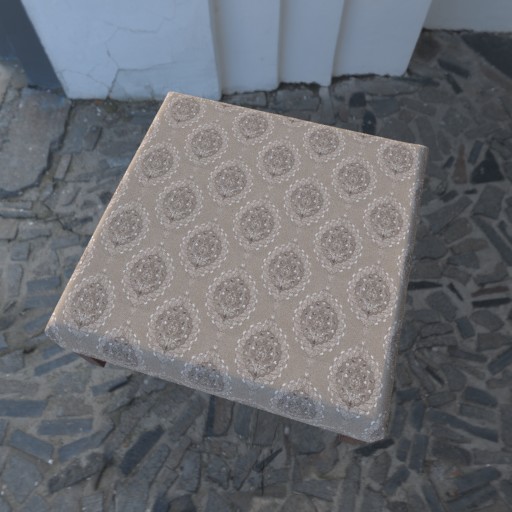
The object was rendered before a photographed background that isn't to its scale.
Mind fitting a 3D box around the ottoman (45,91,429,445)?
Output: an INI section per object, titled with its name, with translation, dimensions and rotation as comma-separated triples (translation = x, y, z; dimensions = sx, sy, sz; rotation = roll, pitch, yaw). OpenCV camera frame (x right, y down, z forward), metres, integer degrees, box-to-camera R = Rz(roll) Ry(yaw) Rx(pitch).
[ottoman]
translation = 0.000, 0.000, 1.403
dimensions = 0.889, 0.411, 0.890
rotation = 15, 64, 7
